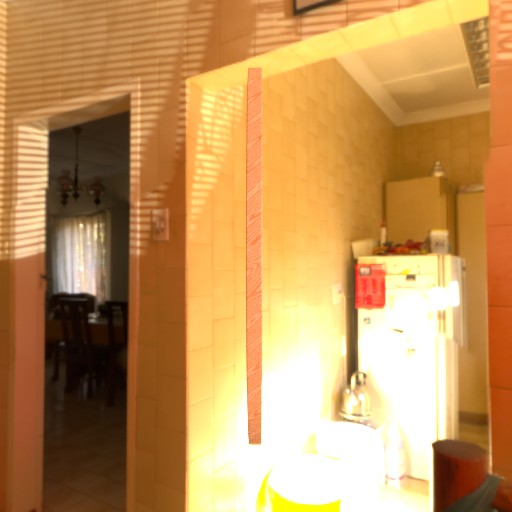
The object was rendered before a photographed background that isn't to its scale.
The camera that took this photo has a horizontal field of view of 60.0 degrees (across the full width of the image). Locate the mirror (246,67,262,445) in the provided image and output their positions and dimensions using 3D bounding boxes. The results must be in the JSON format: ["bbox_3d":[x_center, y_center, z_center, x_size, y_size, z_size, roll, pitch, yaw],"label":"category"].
[{"bbox_3d":[0.000,0.000,1.360,0.037,1.075,0.724,0,-2,1],"label":"mirror"}]
